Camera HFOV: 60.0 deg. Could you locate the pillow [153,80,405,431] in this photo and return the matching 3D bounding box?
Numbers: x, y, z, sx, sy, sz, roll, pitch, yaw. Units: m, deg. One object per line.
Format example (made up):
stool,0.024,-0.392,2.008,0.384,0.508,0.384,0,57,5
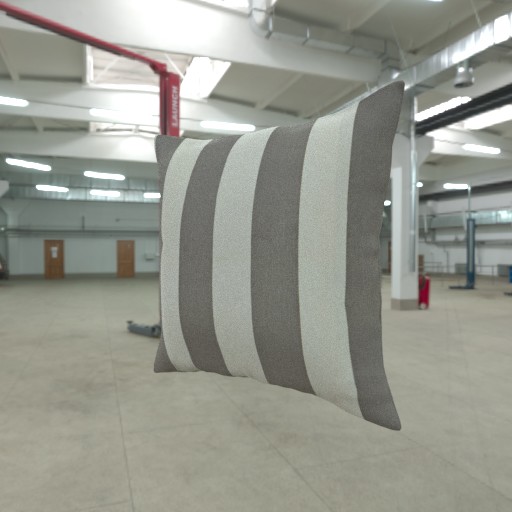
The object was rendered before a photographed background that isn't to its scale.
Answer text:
pillow,0.000,0.000,0.788,0.522,0.507,0.192,0,1,35
